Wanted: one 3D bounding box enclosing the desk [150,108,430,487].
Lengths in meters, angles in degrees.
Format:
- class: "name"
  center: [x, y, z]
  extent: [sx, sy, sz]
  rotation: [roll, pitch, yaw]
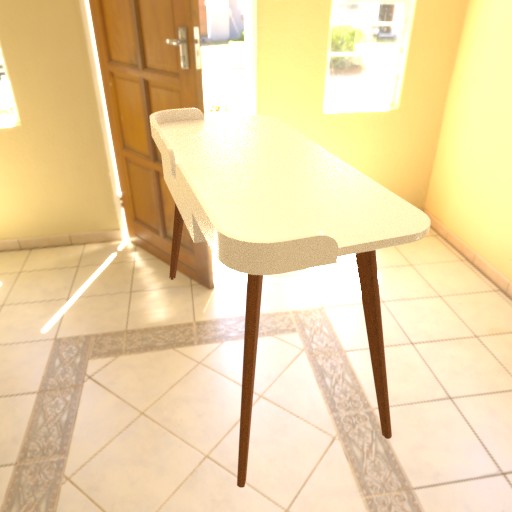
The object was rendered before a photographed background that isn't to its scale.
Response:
- class: "desk"
  center: [0.000, 0.000, 1.609]
  extent: [0.534, 0.807, 1.206]
  rotation: [-10, 32, -16]
